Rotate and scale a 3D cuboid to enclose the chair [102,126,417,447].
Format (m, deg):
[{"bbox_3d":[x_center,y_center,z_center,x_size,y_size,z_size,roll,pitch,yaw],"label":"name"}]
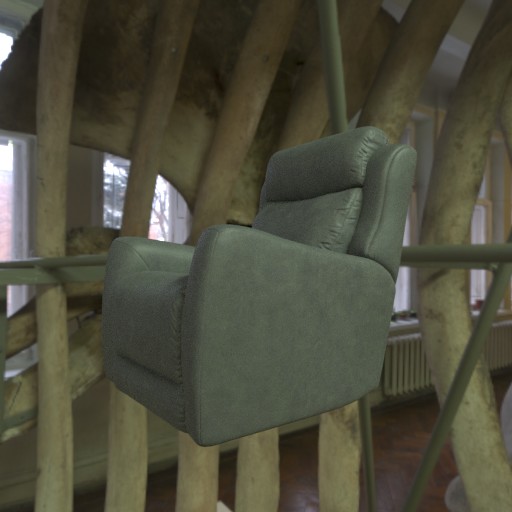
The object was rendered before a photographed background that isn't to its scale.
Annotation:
[{"bbox_3d":[0.000,0.000,1.898,1.068,1.116,0.965,0,0,-35],"label":"chair"}]
